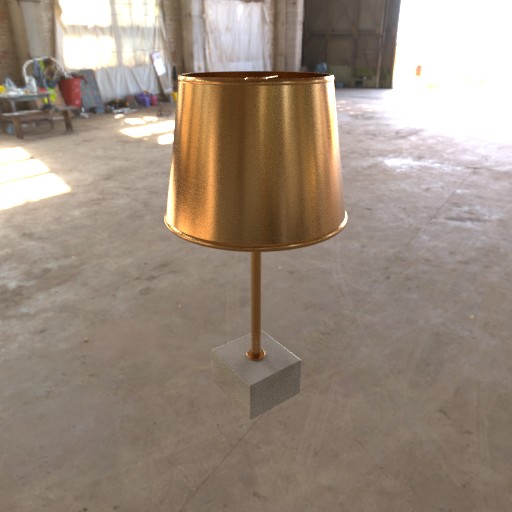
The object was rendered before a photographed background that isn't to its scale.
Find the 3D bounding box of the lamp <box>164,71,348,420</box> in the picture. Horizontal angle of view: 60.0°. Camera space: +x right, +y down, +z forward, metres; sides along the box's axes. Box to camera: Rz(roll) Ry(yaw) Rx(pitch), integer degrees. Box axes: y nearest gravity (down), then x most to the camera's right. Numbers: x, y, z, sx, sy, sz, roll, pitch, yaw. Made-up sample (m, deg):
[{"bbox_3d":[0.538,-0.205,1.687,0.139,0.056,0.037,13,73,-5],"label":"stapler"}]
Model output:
[{"bbox_3d":[0.000,0.000,0.535,0.208,0.406,0.208,0,25,0],"label":"lamp"}]
